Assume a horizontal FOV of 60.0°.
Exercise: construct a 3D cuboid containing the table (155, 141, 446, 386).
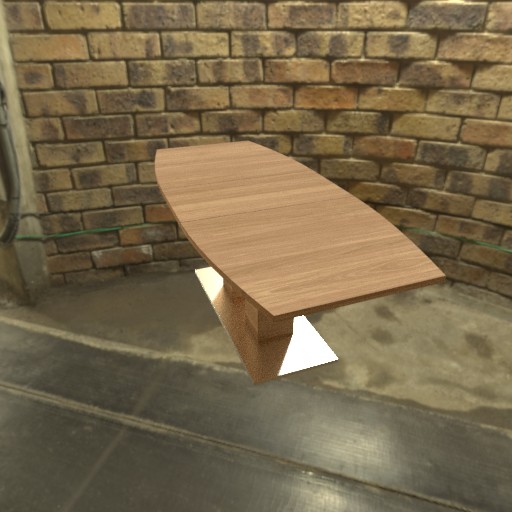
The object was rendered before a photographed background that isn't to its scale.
[{"bbox_3d":[0.000,0.000,2.484,0.900,0.750,2.032,-11,31,-18],"label":"table"}]
